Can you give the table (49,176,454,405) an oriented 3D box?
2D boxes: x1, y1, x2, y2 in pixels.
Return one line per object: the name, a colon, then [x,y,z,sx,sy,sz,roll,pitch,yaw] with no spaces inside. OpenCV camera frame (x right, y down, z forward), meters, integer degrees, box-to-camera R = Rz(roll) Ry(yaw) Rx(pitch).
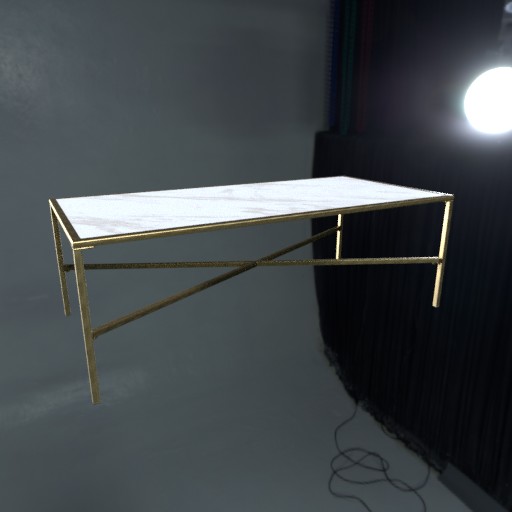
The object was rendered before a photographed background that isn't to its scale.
table: [0.000,0.000,1.511,1.197,0.405,0.577,-9,20,-27]
